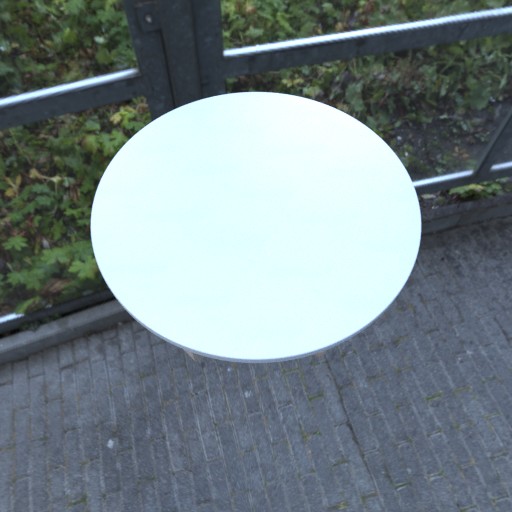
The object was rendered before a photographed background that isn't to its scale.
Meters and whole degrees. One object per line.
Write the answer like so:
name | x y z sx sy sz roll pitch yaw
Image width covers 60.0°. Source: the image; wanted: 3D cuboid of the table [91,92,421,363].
table | 0.000 0.000 0.989 0.600 0.400 0.600 0 59 0
